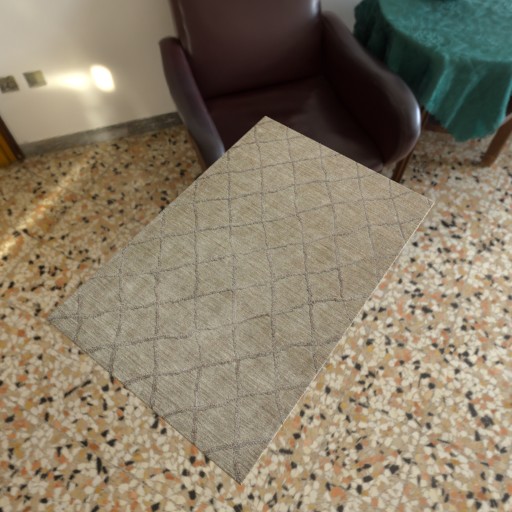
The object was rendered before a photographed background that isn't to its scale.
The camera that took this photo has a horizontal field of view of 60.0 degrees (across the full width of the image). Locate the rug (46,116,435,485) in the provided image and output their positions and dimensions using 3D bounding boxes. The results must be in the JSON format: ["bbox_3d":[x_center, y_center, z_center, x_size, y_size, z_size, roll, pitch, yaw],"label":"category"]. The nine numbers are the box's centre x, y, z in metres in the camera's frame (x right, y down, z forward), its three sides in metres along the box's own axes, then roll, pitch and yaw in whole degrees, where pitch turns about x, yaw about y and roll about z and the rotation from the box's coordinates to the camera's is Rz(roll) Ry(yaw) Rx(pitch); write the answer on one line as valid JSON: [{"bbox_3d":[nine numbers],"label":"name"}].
[{"bbox_3d":[0.000,0.000,2.964,1.521,0.015,2.280,33,64,19],"label":"rug"}]
